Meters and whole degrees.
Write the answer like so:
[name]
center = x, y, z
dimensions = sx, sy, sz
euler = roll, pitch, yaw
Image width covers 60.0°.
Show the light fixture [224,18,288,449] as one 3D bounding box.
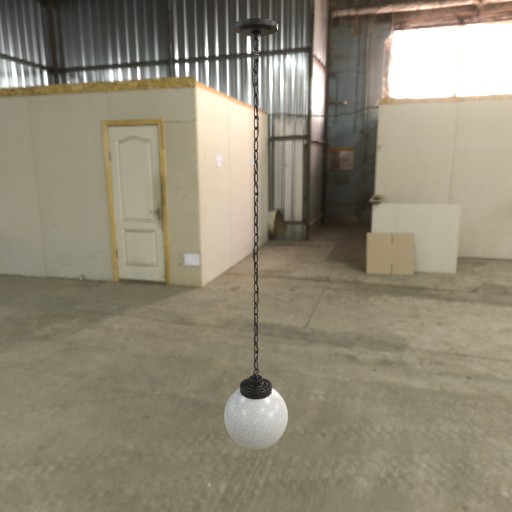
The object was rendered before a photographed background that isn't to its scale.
[light fixture]
center = 0.000, 0.000, 1.951
dimensions = 0.304, 1.867, 0.305
euler = 12, 18, 43
